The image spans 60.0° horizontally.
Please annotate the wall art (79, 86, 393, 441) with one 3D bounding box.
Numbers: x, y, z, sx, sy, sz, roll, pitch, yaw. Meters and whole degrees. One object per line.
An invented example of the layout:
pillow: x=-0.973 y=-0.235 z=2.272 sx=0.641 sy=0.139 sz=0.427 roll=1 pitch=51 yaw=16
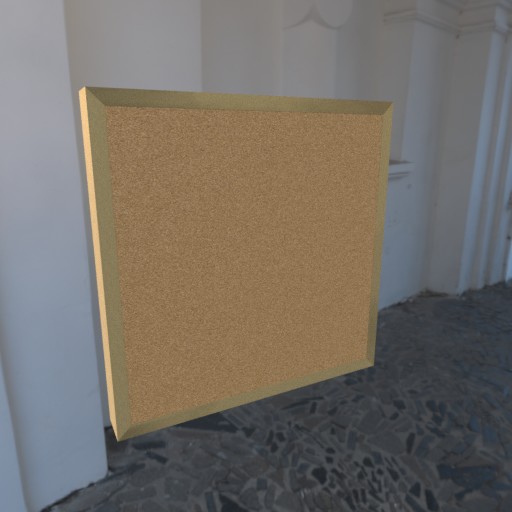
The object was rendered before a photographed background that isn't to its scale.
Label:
wall art: x=0.000 y=0.000 z=0.450 sx=0.304 sy=0.305 sz=0.038 roll=-8 pitch=17 yaw=-27
